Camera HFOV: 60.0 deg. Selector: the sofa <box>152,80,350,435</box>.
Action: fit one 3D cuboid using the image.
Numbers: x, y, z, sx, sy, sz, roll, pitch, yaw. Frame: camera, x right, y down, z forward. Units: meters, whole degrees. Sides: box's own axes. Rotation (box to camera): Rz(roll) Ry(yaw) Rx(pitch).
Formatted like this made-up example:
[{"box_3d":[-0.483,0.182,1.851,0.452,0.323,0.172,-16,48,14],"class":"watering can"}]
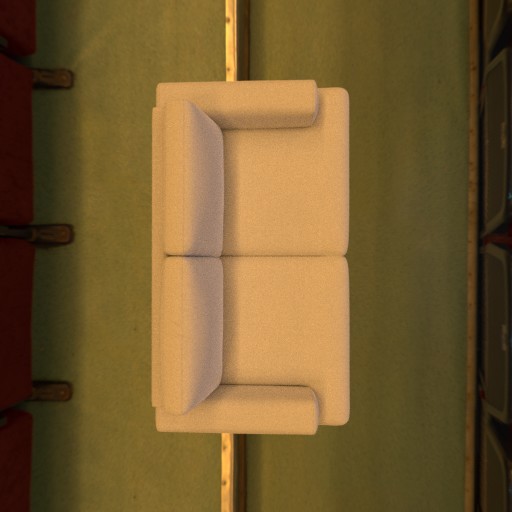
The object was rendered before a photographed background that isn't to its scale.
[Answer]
[{"box_3d":[0.000,0.000,2.151,0.915,0.810,1.651,0,90,2],"class":"sofa"}]
